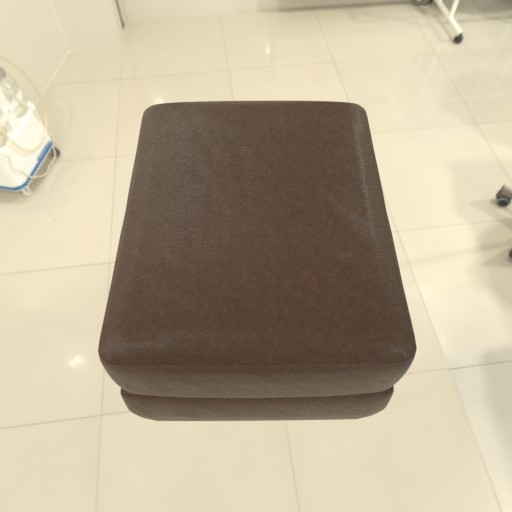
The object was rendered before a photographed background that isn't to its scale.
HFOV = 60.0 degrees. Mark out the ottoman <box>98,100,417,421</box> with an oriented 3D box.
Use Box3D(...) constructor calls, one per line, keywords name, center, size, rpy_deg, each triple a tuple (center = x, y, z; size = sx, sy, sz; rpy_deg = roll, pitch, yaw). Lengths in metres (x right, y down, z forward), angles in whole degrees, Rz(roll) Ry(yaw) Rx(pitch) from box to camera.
Box3D(name="ottoman", center=(0.000, 0.000, 1.135), size=(0.603, 0.476, 0.751), rpy_deg=(0, 57, 0))
